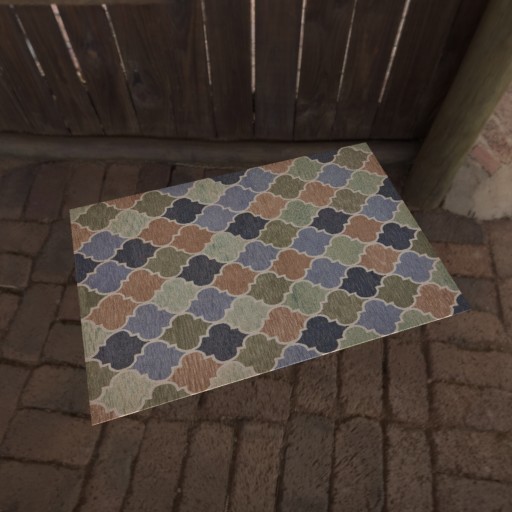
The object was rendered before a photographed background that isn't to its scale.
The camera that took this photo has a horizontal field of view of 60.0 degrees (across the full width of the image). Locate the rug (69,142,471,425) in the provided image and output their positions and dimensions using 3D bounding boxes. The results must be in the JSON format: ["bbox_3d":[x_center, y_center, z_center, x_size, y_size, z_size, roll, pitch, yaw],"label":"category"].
[{"bbox_3d":[0.000,0.000,2.919,2.284,0.006,1.521,-15,58,-9],"label":"rug"}]
